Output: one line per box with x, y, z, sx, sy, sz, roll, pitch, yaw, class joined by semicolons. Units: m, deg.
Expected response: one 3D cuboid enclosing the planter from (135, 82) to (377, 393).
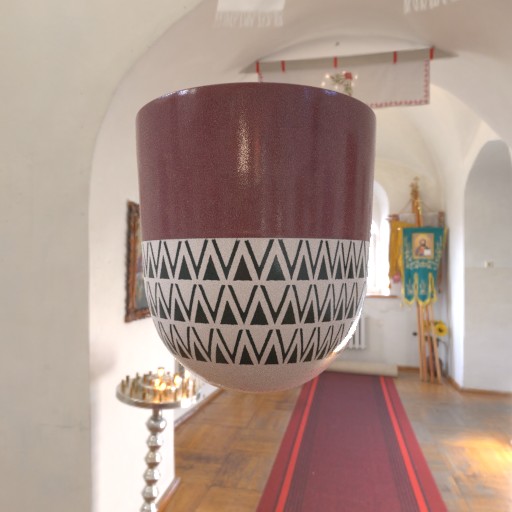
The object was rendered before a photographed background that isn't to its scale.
0.000;0.000;0.370;0.195;0.214;0.195;0;0;0;planter
